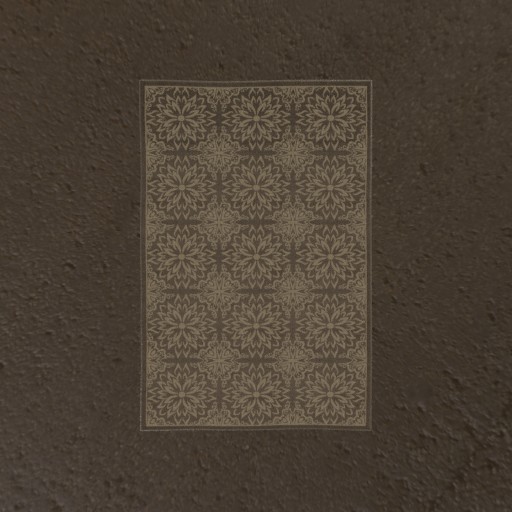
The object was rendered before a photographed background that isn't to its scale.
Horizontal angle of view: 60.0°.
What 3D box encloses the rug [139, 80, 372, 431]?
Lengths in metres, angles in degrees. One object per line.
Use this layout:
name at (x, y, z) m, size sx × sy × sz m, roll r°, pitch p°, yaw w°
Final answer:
rug at (0.000, 0.000, 3.469) m, size 1.819 × 0.018 × 2.746 m, roll 0°, pitch 91°, yaw 0°
